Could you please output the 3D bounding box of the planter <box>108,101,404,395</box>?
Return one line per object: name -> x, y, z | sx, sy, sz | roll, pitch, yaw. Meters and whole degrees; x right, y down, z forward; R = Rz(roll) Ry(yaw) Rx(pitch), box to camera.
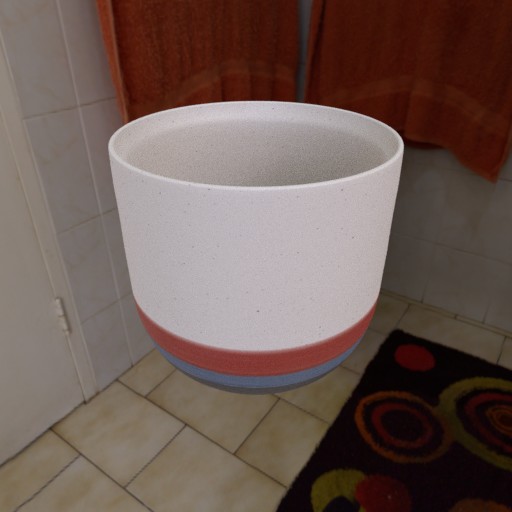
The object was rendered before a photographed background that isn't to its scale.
planter -> 0.000, 0.000, 0.484 | 0.268, 0.270, 0.268 | 0, 31, 0
